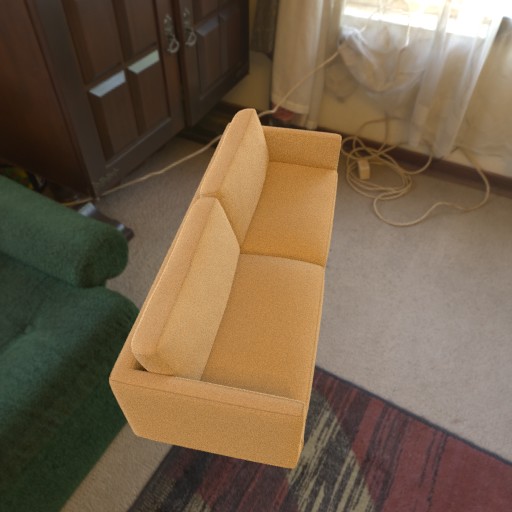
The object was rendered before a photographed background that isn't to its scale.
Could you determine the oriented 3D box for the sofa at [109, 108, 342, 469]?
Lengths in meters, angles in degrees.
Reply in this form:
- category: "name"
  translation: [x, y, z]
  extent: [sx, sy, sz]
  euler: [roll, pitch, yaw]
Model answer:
- category: "sofa"
  translation: [0.000, 0.000, 2.953]
  extent: [0.951, 0.968, 2.361]
  euler: [8, 47, 8]
